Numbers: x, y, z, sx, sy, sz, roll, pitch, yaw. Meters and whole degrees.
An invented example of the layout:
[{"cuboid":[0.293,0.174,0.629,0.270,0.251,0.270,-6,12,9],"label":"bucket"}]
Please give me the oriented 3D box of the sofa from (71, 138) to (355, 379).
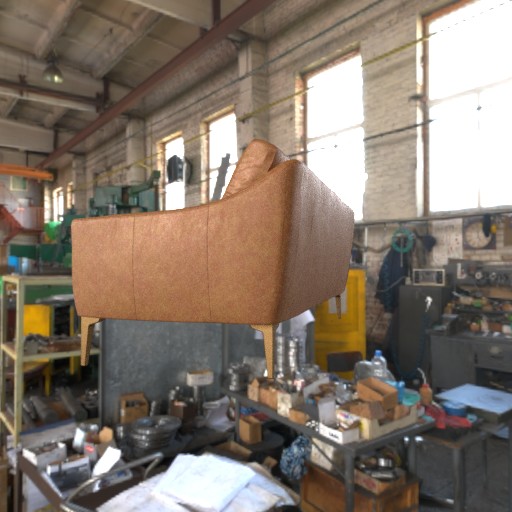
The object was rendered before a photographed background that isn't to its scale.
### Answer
[{"cuboid":[0.000,0.000,2.652,0.981,0.945,2.036,0,-1,19],"label":"sofa"}]
